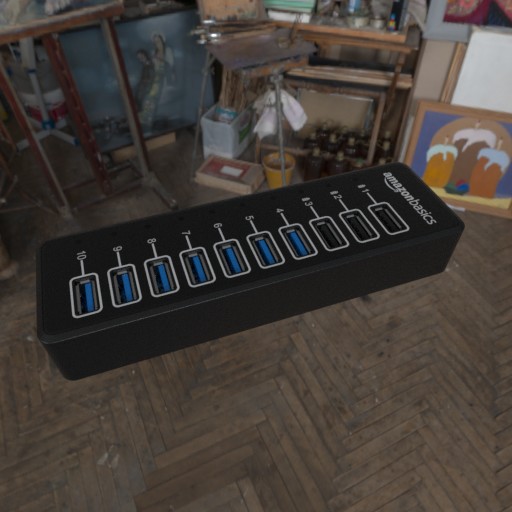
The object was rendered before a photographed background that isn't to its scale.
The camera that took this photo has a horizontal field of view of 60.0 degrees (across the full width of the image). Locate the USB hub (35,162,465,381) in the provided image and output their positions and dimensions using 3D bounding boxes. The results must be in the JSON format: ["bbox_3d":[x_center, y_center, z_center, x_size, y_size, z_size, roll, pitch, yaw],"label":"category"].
[{"bbox_3d":[0.000,0.000,0.162,0.145,0.023,0.044,-14,49,-13],"label":"USB hub"}]
